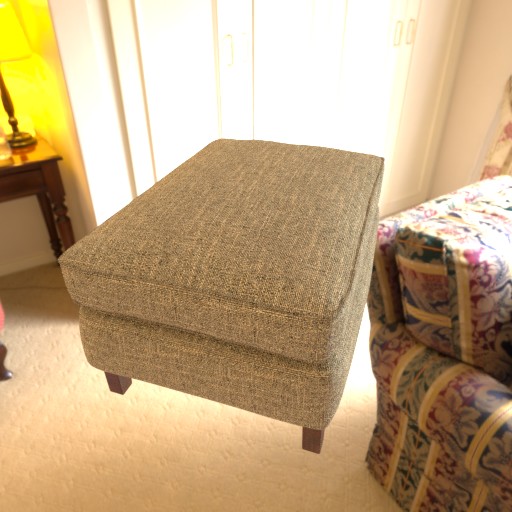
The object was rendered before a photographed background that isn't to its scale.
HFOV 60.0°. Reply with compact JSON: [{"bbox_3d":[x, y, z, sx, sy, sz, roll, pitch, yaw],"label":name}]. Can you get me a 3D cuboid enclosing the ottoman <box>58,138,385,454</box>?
[{"bbox_3d":[0.000,0.000,0.995,0.508,0.406,0.686,11,34,16],"label":"ottoman"}]
